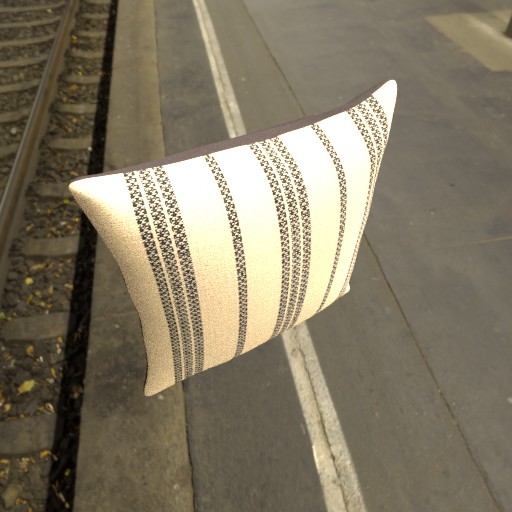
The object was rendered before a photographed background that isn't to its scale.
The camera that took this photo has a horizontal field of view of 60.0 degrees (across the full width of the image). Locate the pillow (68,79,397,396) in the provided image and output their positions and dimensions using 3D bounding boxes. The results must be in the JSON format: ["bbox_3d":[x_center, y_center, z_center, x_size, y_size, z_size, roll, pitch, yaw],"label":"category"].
[{"bbox_3d":[0.000,0.000,0.615,0.405,0.406,0.173,-24,51,-21],"label":"pillow"}]
